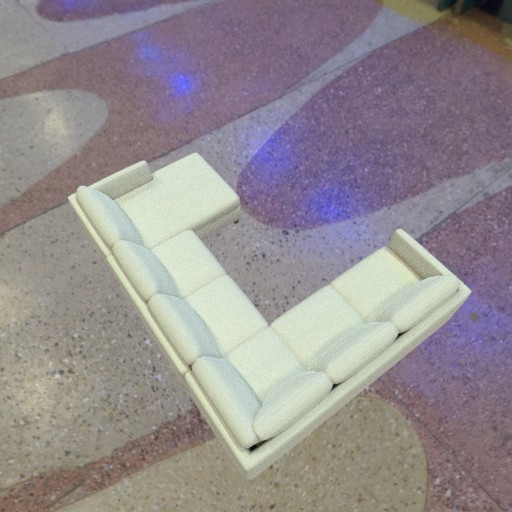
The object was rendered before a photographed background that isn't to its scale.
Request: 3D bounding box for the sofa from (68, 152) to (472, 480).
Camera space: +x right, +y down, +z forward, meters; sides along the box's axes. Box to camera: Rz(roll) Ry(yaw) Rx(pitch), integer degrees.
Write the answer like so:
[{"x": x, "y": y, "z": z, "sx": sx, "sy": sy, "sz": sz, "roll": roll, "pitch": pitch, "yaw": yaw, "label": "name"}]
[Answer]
[{"x": 0.000, "y": 0.000, "z": 4.512, "sx": 2.551, "sy": 0.853, "sz": 3.238, "roll": -32, "pitch": 63, "yaw": -19, "label": "sofa"}]
